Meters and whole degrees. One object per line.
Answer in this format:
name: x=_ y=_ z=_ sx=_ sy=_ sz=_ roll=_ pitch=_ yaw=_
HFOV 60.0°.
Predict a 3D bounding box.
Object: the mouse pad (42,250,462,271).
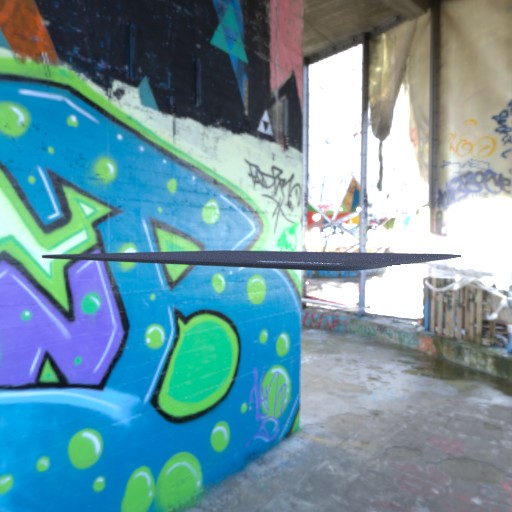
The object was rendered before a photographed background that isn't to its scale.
mouse pad: x=0.000 y=0.000 z=0.332 sx=0.249 sy=0.002 sz=0.211 roll=1 pitch=2 yaw=37
